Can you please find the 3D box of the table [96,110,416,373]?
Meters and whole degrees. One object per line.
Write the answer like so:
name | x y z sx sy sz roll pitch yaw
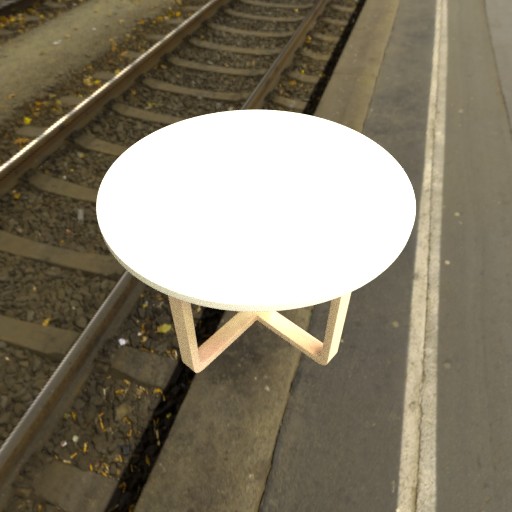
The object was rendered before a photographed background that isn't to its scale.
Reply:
table | 0.000 0.000 0.999 0.600 0.400 0.600 0 45 0
